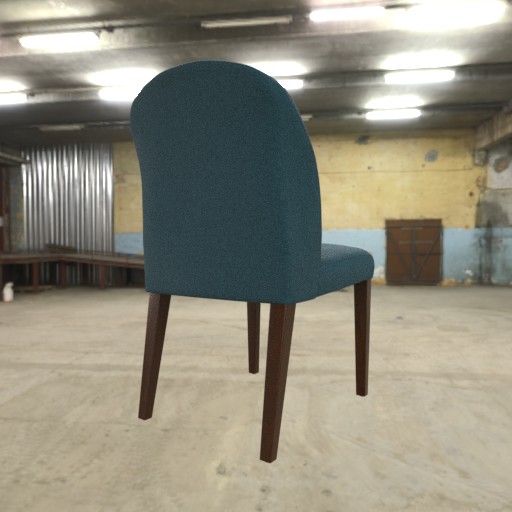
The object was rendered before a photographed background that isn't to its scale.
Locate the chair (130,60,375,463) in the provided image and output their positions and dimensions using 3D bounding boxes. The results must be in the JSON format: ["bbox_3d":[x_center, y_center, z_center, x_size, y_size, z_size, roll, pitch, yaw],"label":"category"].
[{"bbox_3d":[0.000,0.000,1.266,0.507,0.879,0.620,1,2,36],"label":"chair"}]
